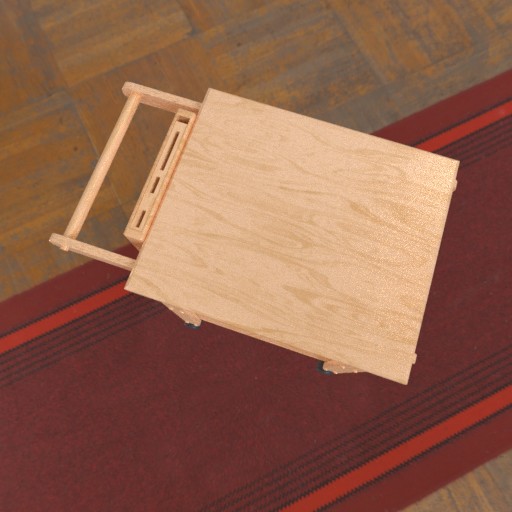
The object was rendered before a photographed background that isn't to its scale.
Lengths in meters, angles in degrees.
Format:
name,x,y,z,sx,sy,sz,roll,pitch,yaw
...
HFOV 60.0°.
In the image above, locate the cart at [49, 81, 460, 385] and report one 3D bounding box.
name,x,y,z,sx,sy,sz,roll,pitch,yaw
cart,0.000,0.000,1.365,0.843,0.816,0.520,18,75,5
